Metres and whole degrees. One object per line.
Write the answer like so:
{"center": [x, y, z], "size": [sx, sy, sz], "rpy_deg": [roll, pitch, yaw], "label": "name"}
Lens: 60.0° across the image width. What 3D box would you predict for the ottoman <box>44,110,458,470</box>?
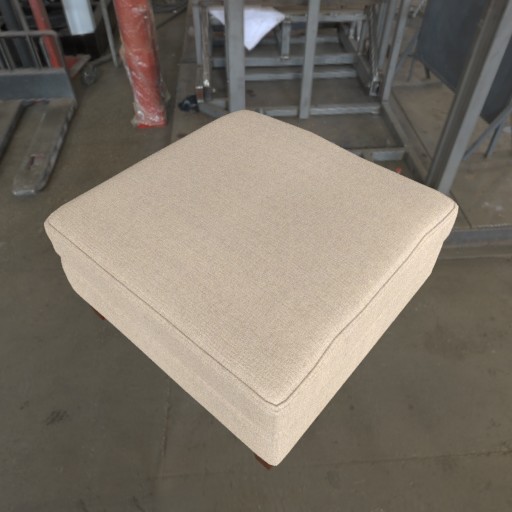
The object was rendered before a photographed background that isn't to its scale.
{"center": [0.000, 0.000, 1.342], "size": [0.838, 0.481, 0.838], "rpy_deg": [32, 54, 27], "label": "ottoman"}
